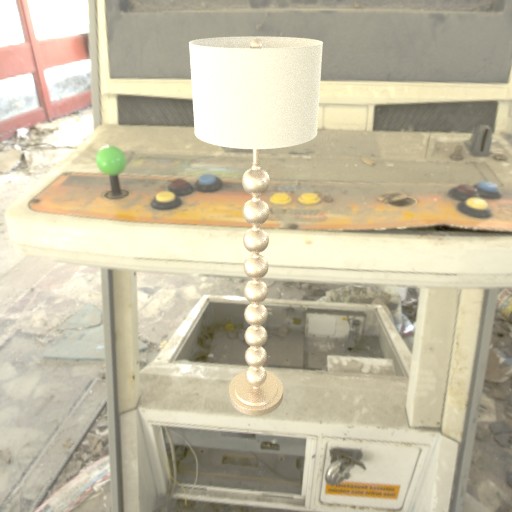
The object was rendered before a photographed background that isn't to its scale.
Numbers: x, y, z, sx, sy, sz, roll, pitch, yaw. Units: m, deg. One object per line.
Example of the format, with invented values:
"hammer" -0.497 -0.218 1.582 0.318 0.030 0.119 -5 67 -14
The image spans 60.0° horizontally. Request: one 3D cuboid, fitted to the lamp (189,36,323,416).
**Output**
"lamp" 0.000 0.000 1.674 0.394 1.474 0.394 18 35 28
